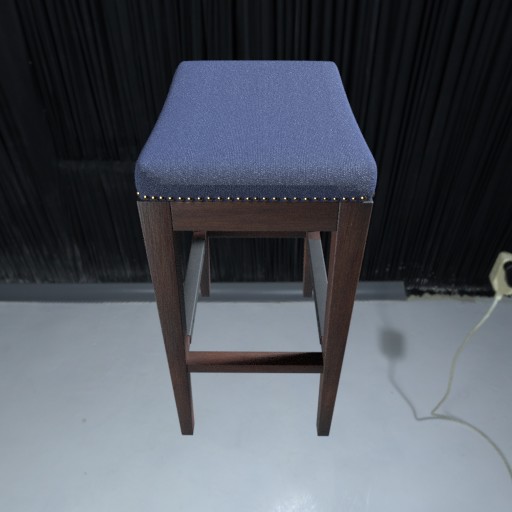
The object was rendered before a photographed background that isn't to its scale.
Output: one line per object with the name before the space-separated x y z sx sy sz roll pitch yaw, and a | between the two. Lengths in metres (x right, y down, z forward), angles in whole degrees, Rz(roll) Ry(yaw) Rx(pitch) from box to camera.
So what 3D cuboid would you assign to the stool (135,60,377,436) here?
stool | 0.000 0.000 1.031 0.358 0.740 0.498 0 41 0
